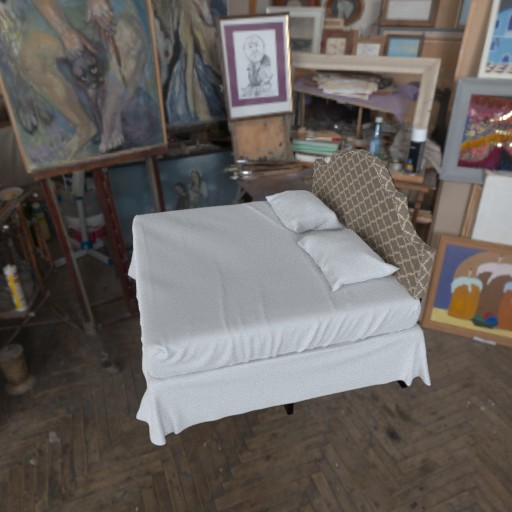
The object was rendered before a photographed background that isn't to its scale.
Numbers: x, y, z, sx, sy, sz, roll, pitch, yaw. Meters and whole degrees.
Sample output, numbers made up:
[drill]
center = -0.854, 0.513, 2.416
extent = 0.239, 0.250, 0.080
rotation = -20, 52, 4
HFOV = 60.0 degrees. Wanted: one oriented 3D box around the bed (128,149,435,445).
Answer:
[bed]
center = 0.000, 0.000, 3.742
extent = 2.222, 1.601, 2.314
rotation = -8, 32, -13
